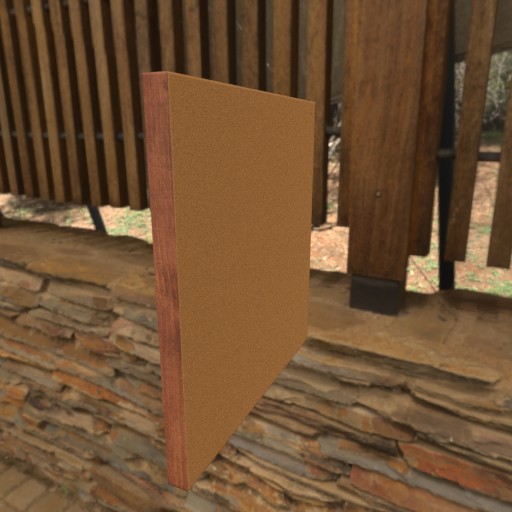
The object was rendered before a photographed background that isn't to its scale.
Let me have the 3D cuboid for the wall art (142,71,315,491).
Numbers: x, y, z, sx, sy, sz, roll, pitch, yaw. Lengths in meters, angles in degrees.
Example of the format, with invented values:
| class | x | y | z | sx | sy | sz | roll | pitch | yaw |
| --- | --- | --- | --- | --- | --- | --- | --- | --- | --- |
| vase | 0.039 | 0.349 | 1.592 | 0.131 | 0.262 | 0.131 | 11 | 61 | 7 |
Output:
| class | x | y | z | sx | sy | sz | roll | pitch | yaw |
| --- | --- | --- | --- | --- | --- | --- | --- | --- | --- |
| wall art | 0.000 | 0.000 | 0.822 | 0.037 | 0.572 | 0.554 | 7 | 17 | 24 |
